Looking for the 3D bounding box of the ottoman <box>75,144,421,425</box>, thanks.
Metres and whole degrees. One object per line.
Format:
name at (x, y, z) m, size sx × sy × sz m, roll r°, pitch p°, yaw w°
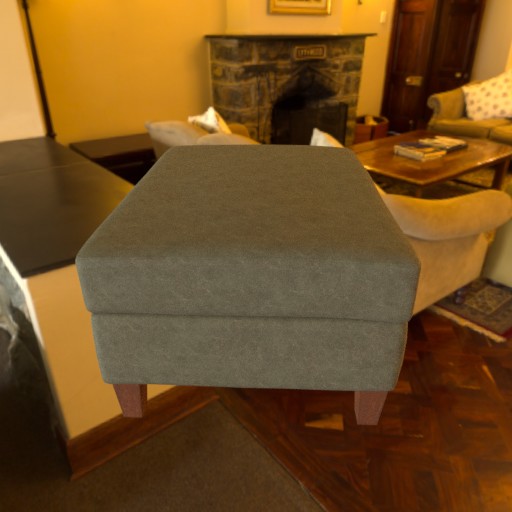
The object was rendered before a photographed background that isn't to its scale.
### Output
ottoman at (0.000, 0.000, 1.235) m, size 0.639 × 0.464 × 0.839 m, roll 1°, pitch 27°, yaw 2°
